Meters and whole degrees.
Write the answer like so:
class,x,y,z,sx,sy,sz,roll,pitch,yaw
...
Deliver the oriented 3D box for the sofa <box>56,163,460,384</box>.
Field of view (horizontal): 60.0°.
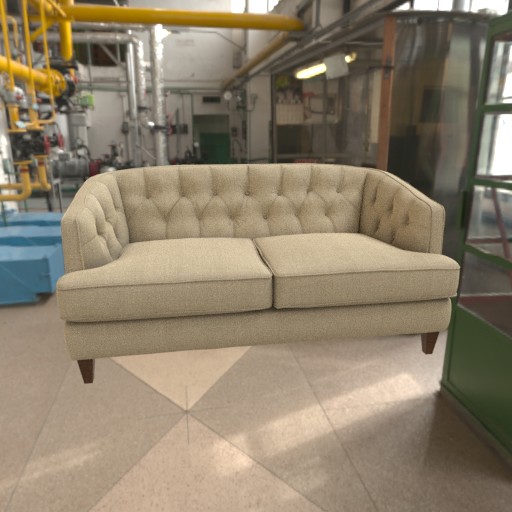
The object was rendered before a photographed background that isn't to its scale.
class,x,y,z,sx,sy,sz,roll,pitch,yaw
sofa,0.000,0.000,2.259,1.733,0.855,0.941,-3,16,-9
